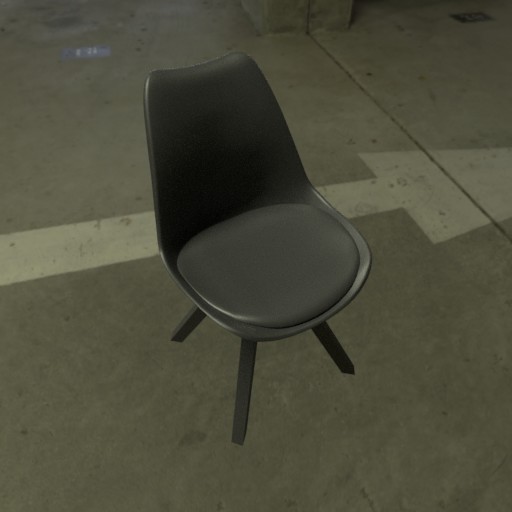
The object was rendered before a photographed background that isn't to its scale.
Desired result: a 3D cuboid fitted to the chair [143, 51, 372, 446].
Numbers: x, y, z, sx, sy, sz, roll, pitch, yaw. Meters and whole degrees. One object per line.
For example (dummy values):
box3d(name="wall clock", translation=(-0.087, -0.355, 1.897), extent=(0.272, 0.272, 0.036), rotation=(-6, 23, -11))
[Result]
box3d(name="chair", translation=(0.000, 0.000, 1.176), extent=(0.485, 0.850, 0.550), rotation=(-24, 49, -23))
